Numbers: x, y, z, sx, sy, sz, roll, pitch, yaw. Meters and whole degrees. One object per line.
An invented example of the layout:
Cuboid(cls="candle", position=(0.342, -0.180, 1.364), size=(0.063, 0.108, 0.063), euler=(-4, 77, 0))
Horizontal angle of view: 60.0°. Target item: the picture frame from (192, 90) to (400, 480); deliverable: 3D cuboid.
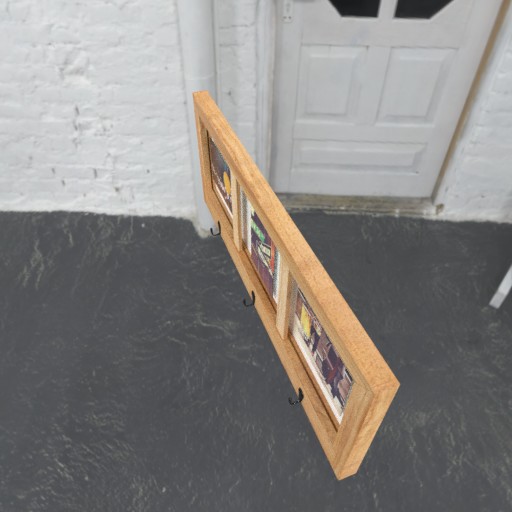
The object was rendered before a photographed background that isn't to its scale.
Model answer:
Cuboid(cls="picture frame", position=(0.000, 0.000, 0.652), size=(0.045, 0.234, 0.582), euler=(-16, 49, -14))
